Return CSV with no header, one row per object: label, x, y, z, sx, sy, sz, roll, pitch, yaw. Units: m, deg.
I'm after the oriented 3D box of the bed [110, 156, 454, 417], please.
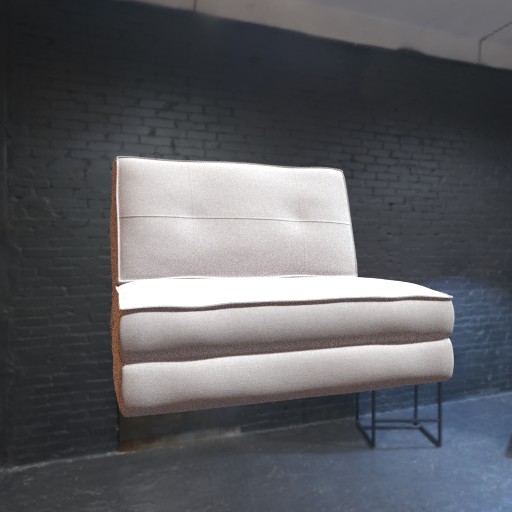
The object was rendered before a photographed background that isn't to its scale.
bed,0.000,0.000,1.284,0.799,0.614,0.749,0,1,-19
